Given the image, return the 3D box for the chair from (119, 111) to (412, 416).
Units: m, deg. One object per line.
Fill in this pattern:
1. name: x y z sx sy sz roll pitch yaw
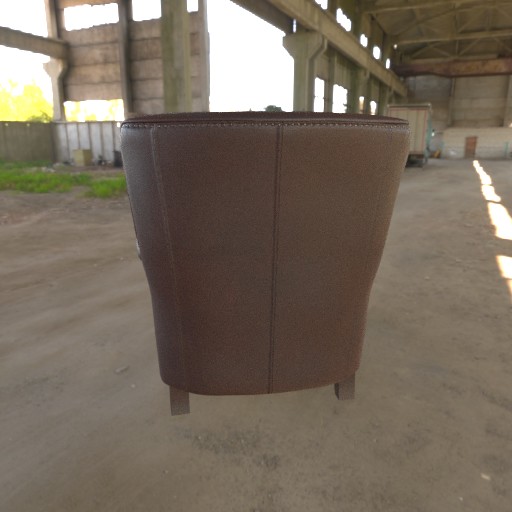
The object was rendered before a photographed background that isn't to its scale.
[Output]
1. chair: 0.000 0.000 1.344 0.700 0.800 0.746 -2 15 -8
